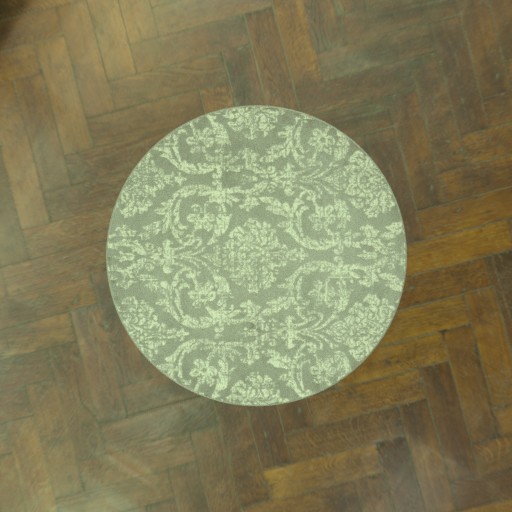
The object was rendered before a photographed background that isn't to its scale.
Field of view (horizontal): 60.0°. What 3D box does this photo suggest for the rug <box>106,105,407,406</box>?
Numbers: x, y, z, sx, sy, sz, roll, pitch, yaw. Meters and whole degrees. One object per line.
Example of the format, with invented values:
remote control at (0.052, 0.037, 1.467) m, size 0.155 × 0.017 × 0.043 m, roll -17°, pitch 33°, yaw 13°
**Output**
rug at (0.000, 0.000, 2.345) m, size 1.593 × 0.012 × 1.593 m, roll 0°, pitch 90°, yaw 1°
